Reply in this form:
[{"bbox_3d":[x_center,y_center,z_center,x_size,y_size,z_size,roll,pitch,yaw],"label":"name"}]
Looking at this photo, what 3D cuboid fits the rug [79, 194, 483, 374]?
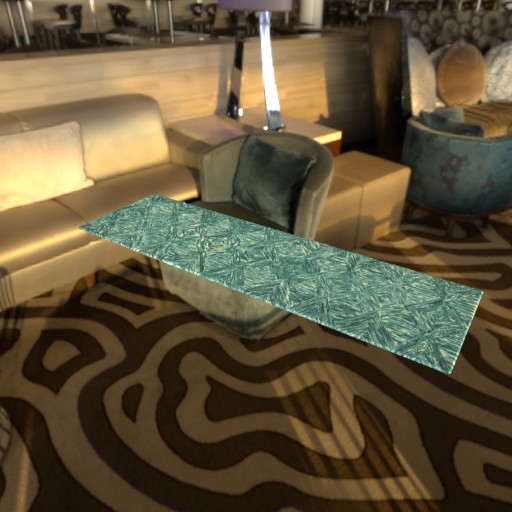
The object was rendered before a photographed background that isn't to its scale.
[{"bbox_3d":[0.000,0.000,2.528,2.286,0.016,0.676,19,35,29],"label":"rug"}]
